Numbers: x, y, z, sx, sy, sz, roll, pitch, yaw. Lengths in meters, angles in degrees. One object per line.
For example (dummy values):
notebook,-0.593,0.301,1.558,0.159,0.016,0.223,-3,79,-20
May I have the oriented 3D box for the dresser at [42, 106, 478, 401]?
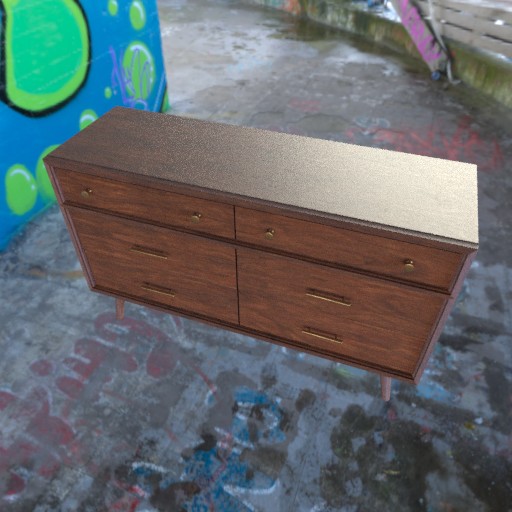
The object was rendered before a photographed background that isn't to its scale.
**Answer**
dresser,0.000,0.000,1.869,1.472,0.889,0.500,13,44,14
